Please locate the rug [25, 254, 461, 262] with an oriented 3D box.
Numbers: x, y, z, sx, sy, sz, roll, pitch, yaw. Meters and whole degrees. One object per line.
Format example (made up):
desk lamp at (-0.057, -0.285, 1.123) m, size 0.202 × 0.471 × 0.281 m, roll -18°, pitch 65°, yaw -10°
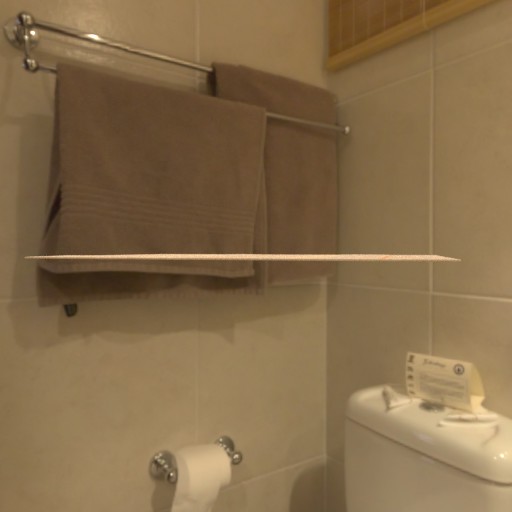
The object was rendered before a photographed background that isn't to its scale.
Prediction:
rug at (0.000, 0.000, 2.319) m, size 1.825 × 0.015 × 1.232 m, roll 0°, pitch 1°, yaw 19°
